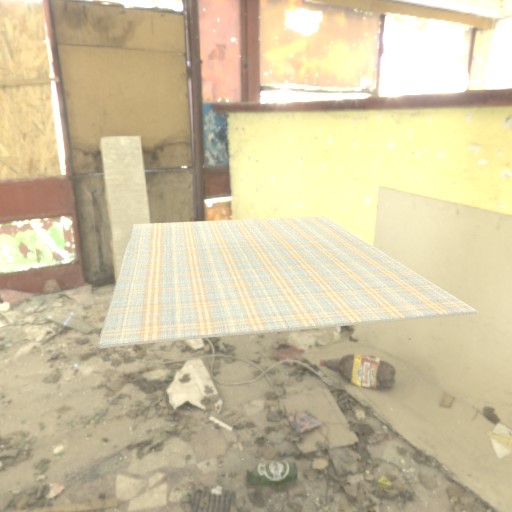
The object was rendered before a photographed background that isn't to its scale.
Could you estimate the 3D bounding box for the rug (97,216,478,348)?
[{"bbox_3d":[0.000,0.000,4.187,2.462,0.030,3.066,-3,18,-11],"label":"rug"}]
